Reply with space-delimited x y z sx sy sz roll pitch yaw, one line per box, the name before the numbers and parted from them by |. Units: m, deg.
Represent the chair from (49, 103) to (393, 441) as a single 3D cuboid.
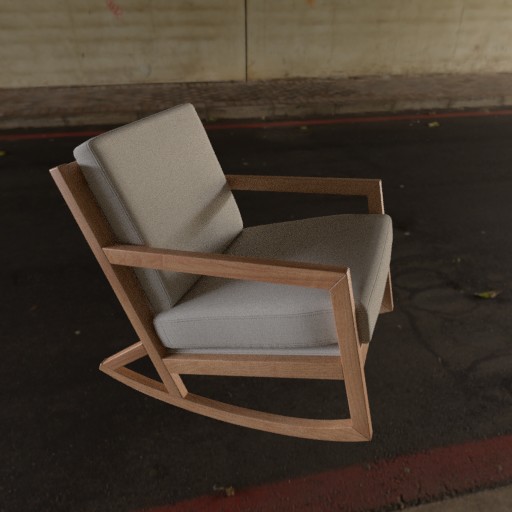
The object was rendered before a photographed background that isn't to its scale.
chair | 0.000 0.000 1.374 0.857 0.790 0.622 10 31 18
